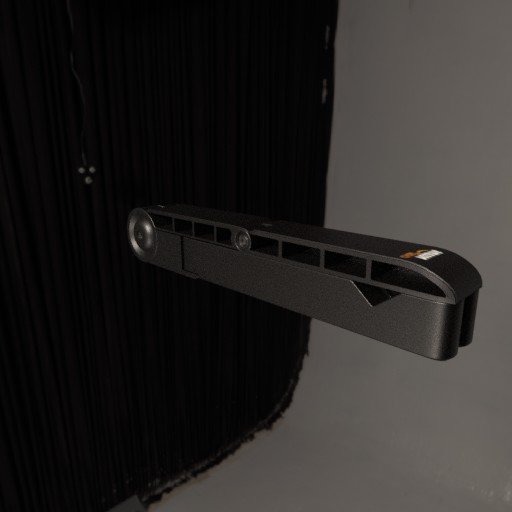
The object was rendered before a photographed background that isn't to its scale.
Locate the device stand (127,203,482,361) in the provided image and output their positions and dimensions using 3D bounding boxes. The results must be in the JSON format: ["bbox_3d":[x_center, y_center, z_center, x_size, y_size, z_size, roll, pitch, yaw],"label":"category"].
[{"bbox_3d":[0.000,0.000,0.194,0.179,0.030,0.026,14,21,43],"label":"device stand"}]
